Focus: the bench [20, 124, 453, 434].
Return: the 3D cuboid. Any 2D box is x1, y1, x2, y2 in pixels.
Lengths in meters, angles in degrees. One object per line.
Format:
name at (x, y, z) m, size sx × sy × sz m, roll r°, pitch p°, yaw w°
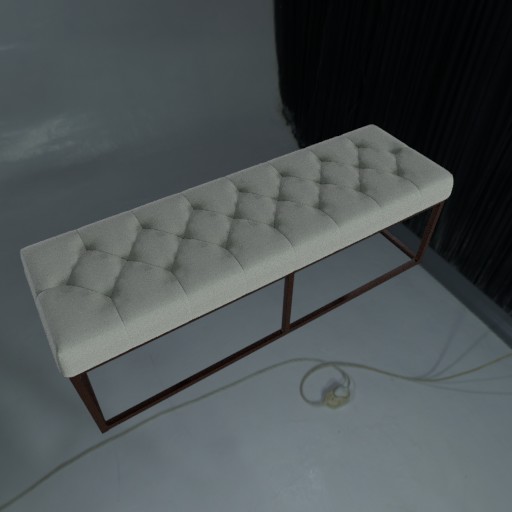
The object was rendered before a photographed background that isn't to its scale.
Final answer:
bench at (0.000, 0.000, 1.675) m, size 1.488 × 0.488 × 0.479 m, roll -24°, pitch 50°, yaw -22°
